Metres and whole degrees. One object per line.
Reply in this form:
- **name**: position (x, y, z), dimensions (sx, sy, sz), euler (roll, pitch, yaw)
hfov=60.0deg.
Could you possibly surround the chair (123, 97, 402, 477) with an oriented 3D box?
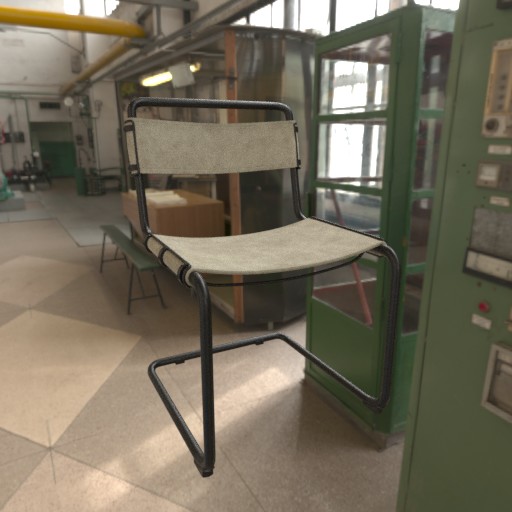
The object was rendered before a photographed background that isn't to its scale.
- **chair**: position (0.000, 0.000, 1.075), dimensions (0.499, 0.747, 0.497), euler (-8, 17, -27)
